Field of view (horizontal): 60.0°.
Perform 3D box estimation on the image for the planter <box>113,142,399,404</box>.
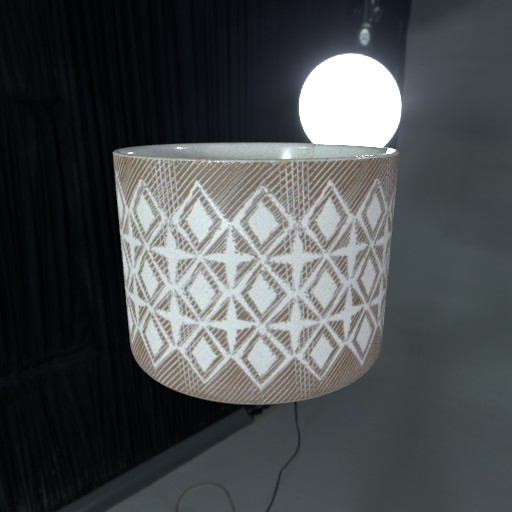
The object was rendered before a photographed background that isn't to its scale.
[{"bbox_3d":[0.000,0.000,0.220,0.126,0.104,0.126,0,17,0],"label":"planter"}]
